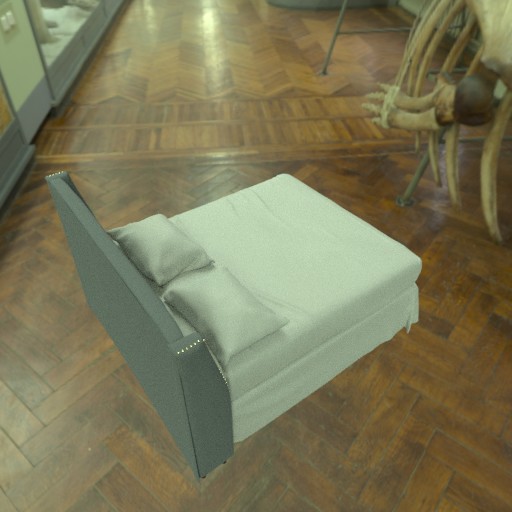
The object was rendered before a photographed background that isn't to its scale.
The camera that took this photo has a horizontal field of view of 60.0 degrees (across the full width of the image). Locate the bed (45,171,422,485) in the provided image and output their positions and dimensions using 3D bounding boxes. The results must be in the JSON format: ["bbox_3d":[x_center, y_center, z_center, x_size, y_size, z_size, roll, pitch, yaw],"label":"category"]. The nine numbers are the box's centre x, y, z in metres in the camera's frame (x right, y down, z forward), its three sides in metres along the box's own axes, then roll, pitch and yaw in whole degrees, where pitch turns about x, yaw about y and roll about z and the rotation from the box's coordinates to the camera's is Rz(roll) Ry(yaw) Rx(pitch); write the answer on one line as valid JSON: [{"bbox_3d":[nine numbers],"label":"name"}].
[{"bbox_3d":[0.000,0.000,3.410,2.276,1.332,1.925,-26,47,-27],"label":"bed"}]
